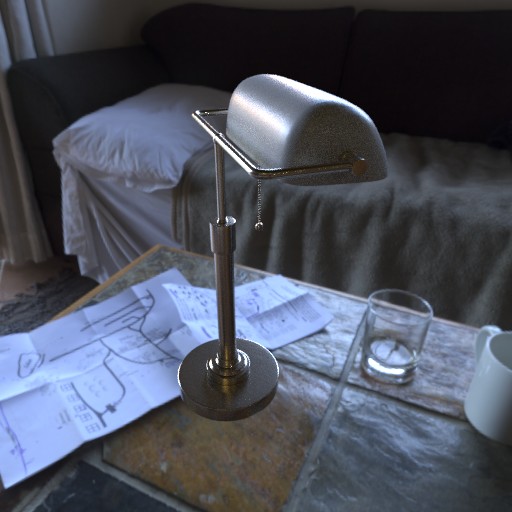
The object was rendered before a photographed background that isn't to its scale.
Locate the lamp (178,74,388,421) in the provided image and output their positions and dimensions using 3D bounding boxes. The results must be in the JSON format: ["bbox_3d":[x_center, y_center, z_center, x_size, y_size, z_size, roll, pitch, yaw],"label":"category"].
[{"bbox_3d":[0.000,0.000,0.556,0.227,0.404,0.269,-10,31,-17],"label":"lamp"}]
